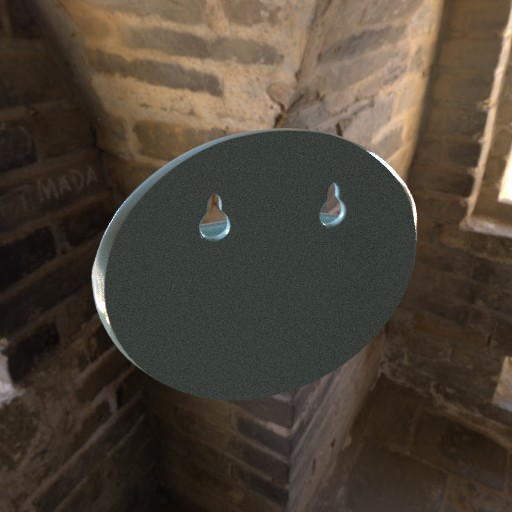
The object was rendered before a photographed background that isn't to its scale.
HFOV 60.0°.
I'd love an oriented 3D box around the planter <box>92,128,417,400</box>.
[{"bbox_3d":[0.000,0.000,0.273,0.189,0.164,0.073,-8,27,-15],"label":"planter"}]
